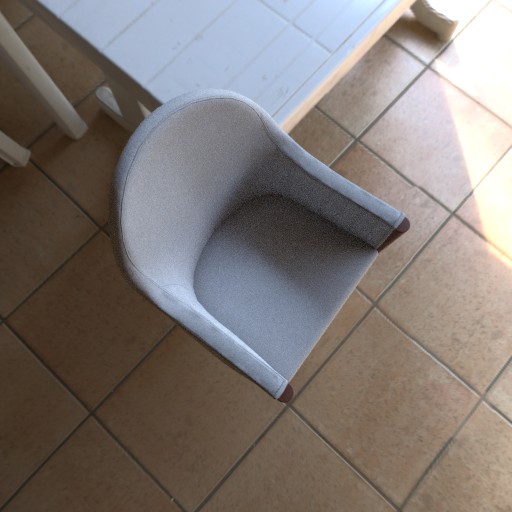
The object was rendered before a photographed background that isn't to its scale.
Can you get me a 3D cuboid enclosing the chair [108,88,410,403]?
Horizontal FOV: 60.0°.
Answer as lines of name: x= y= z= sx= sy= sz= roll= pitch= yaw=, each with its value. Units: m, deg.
chair: x=0.000 y=0.000 z=1.334 sx=0.620 sy=0.889 sz=0.610 roll=36 pitch=78 yaw=9
